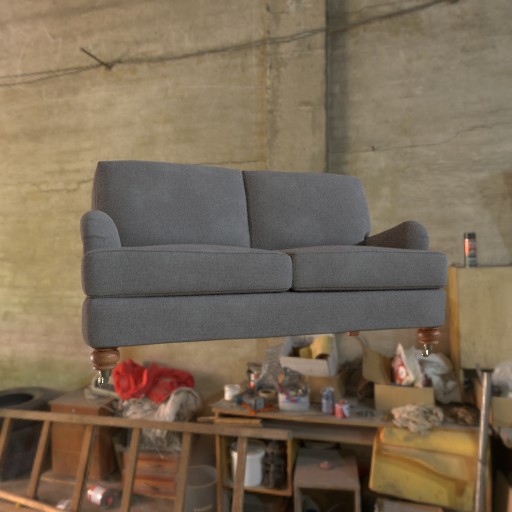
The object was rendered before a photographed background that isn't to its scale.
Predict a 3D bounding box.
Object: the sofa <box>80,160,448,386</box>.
[{"bbox_3d":[0.000,0.000,2.522,1.853,1.101,1.084,0,0,-19],"label":"sofa"}]
